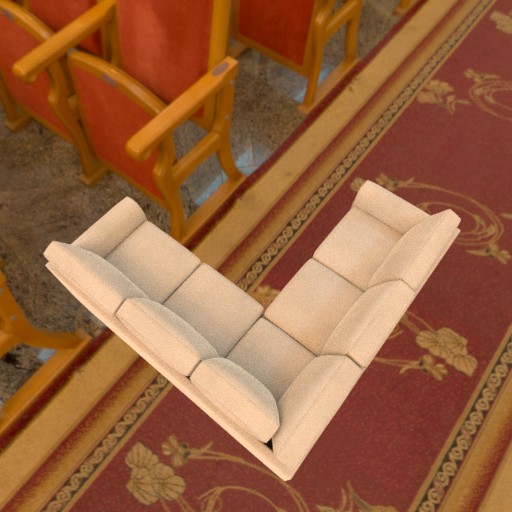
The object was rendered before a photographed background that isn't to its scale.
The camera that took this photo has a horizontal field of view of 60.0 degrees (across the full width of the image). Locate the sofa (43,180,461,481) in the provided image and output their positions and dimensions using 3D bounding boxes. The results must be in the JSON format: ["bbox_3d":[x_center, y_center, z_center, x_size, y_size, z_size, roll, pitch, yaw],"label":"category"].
[{"bbox_3d":[0.000,0.000,3.905,2.569,1.054,2.487,35,68,17],"label":"sofa"}]
